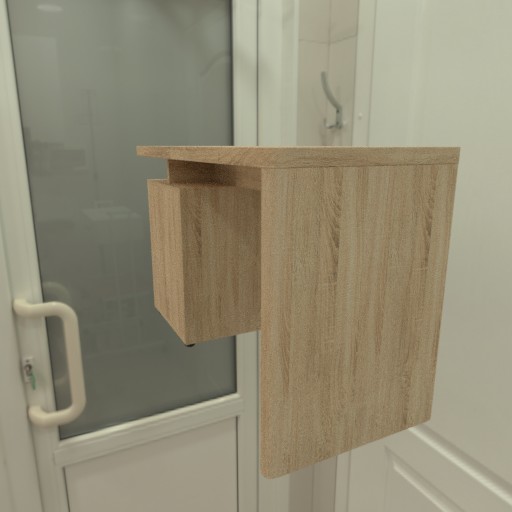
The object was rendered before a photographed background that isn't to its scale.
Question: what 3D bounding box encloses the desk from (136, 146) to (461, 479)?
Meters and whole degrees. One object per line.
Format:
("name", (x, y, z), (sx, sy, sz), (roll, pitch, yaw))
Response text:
("desk", (0.000, 0.000, 1.583), (0.550, 0.760, 1.200), (-7, 16, -26))
